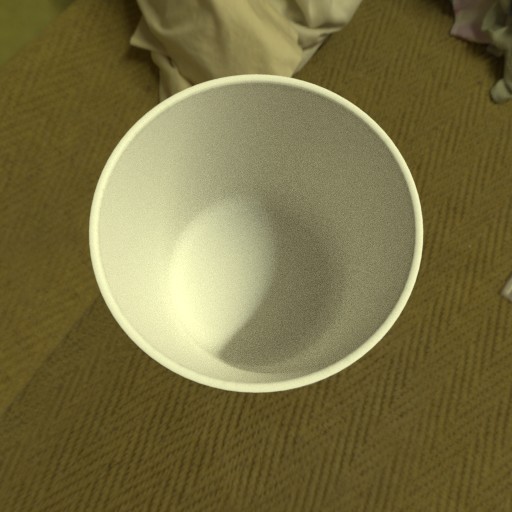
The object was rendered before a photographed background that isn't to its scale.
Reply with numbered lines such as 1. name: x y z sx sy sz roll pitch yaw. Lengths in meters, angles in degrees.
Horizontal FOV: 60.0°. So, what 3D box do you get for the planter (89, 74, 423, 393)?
1. planter: 0.000 0.000 0.776 0.440 0.398 0.440 0 76 0
